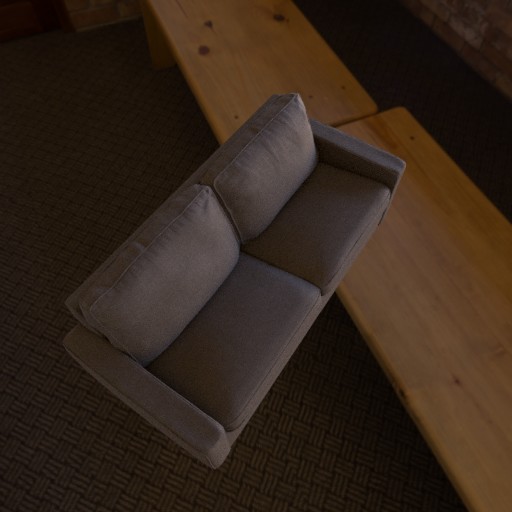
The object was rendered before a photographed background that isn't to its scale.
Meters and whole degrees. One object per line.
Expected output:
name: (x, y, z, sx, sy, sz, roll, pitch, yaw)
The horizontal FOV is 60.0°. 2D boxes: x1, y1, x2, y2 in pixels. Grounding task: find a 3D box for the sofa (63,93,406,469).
sofa: (0.000, 0.000, 2.576, 0.940, 0.919, 2.080, 30, 63, 17)
